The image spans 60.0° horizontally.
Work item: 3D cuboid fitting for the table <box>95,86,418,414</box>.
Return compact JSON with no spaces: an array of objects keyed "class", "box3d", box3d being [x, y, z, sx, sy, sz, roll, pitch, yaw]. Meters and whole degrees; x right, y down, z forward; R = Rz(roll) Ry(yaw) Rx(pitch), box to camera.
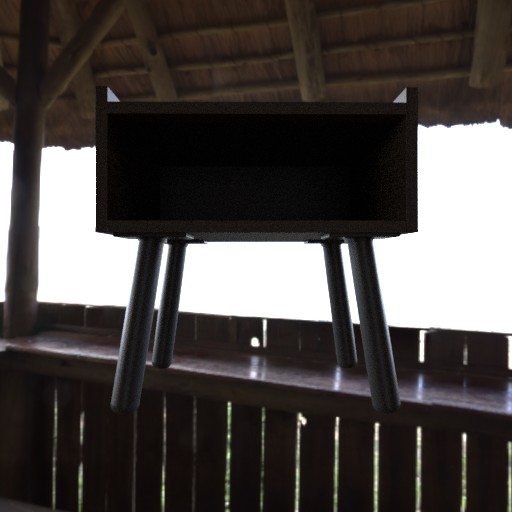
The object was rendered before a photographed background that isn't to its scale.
[{"class":"table","box3d":[0.000,0.000,0.801,0.450,0.470,0.370,0,0,-1]}]
